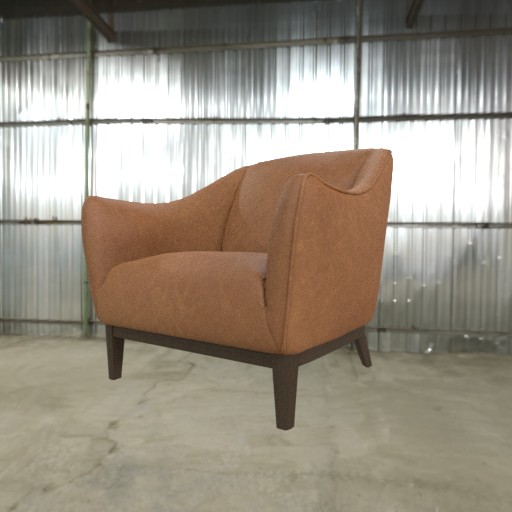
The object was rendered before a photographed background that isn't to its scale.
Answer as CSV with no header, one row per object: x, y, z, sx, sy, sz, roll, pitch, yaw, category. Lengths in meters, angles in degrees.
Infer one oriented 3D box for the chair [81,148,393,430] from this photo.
0.000,0.000,1.564,0.871,0.830,0.852,1,2,36,chair
